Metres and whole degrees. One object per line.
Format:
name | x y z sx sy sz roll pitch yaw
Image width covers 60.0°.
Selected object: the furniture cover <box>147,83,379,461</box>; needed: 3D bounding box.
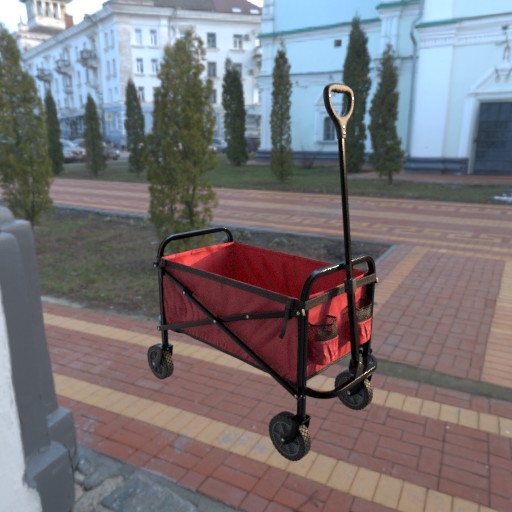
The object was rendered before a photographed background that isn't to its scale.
furniture cover | 0.000 0.000 1.853 1.038 1.295 0.532 14 20 42
